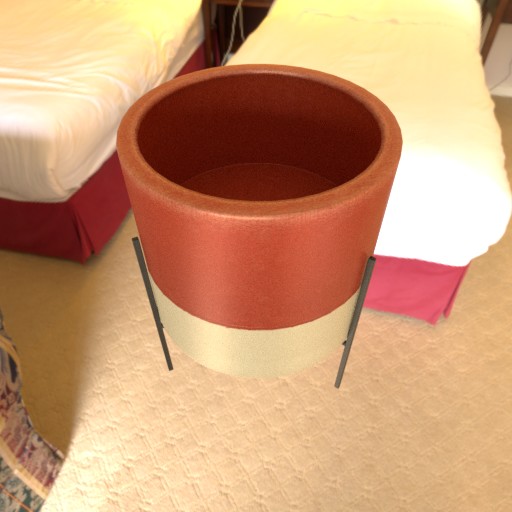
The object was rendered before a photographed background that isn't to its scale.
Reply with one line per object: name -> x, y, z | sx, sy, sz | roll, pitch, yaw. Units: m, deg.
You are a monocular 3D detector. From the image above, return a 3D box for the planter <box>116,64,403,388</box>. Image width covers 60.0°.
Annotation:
planter -> 0.000, 0.000, 0.704 | 0.354, 0.465, 0.345 | -17, 49, -16
